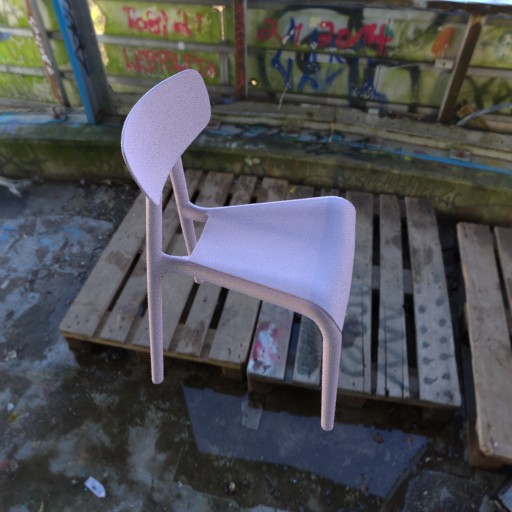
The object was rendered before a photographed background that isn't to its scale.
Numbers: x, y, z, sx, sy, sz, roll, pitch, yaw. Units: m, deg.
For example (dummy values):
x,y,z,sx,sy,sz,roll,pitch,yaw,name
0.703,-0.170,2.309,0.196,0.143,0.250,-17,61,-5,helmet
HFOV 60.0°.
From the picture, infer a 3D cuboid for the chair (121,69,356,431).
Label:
x,y,z,sx,sy,sz,roll,pitch,yaw,name
0.000,0.000,0.843,0.401,0.580,0.356,10,47,9,chair
